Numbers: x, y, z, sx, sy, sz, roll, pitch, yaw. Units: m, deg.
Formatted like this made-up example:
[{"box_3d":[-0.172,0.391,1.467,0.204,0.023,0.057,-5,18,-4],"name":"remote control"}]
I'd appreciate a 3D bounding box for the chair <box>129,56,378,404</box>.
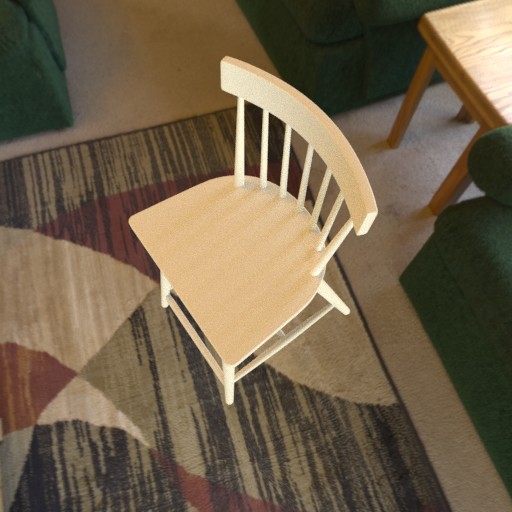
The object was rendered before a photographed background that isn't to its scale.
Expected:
[{"box_3d":[0.000,0.000,1.262,0.572,0.952,0.483,-33,69,-14],"name":"chair"}]
